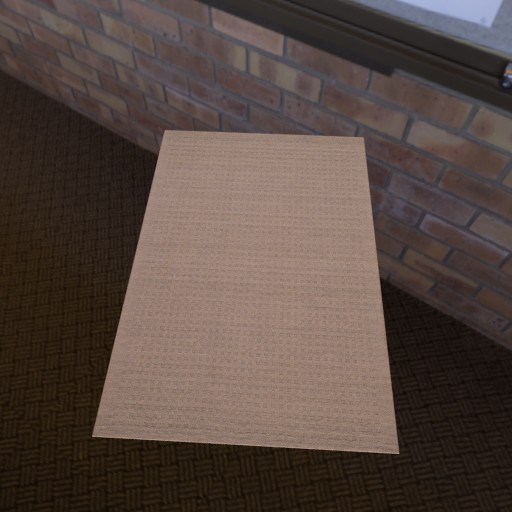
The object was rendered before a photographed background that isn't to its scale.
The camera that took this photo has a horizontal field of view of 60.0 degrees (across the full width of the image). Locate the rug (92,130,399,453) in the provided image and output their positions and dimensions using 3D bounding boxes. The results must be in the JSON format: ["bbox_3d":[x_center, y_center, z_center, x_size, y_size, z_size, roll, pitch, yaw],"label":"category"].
[{"bbox_3d":[0.000,0.000,3.637,1.981,0.006,2.895,3,57,2],"label":"rug"}]
